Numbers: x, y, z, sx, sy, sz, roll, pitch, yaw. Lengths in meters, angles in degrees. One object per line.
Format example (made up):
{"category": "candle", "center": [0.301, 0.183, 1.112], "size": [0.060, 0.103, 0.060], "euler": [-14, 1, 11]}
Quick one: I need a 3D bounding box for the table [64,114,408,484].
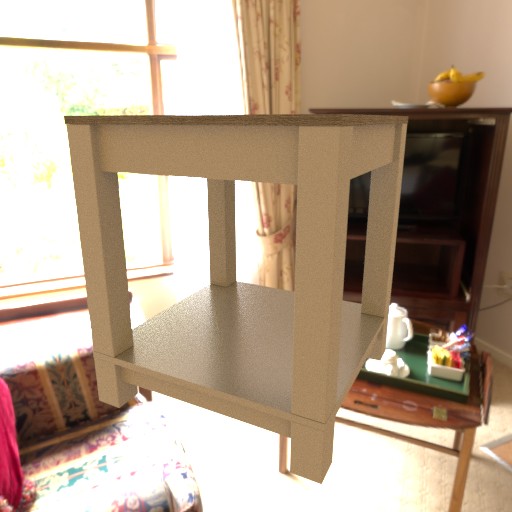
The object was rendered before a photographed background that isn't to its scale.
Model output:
{"category": "table", "center": [0.000, 0.000, 0.974], "size": [0.506, 0.587, 0.504], "euler": [9, 19, 26]}
